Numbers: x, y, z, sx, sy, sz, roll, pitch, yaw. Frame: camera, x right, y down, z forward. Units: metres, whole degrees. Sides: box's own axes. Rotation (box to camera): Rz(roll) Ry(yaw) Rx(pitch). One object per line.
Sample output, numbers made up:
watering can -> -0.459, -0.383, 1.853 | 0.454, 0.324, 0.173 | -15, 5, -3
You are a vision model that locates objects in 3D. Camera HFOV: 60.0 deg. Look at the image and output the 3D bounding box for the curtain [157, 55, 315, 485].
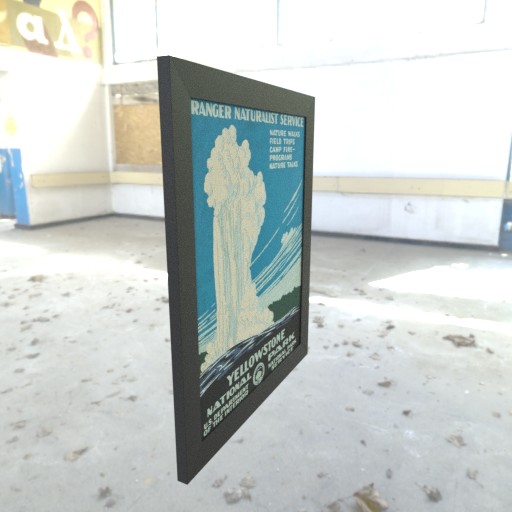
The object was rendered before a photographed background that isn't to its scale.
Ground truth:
curtain -> 0.000, 0.000, 0.796 | 0.027, 0.585, 0.483 | 7, 15, 27
